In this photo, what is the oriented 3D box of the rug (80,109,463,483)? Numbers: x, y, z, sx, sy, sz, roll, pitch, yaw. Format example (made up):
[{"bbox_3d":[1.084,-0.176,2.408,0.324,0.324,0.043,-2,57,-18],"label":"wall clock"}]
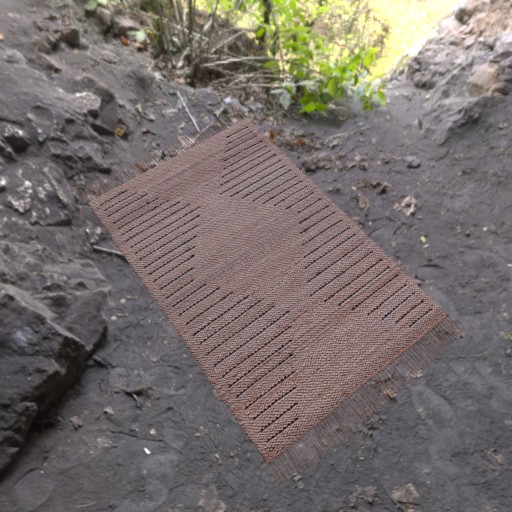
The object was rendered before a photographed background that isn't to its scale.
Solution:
[{"bbox_3d":[0.000,0.000,2.552,1.224,0.027,2.085,-33,66,-17],"label":"rug"}]
